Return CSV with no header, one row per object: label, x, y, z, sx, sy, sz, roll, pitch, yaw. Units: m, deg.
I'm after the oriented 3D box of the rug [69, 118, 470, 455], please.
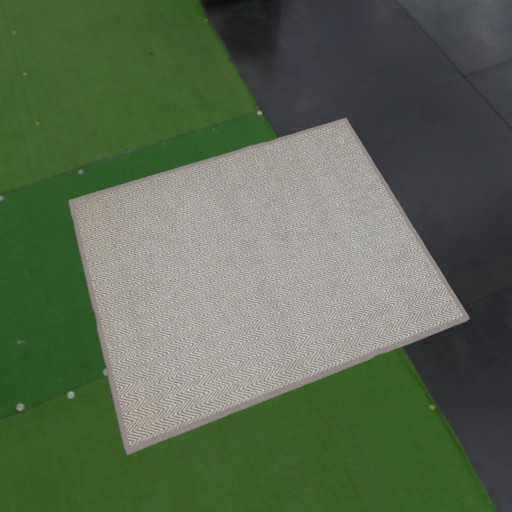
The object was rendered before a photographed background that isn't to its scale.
rug,0.000,0.000,4.059,3.007,0.032,2.434,-19,65,-9
